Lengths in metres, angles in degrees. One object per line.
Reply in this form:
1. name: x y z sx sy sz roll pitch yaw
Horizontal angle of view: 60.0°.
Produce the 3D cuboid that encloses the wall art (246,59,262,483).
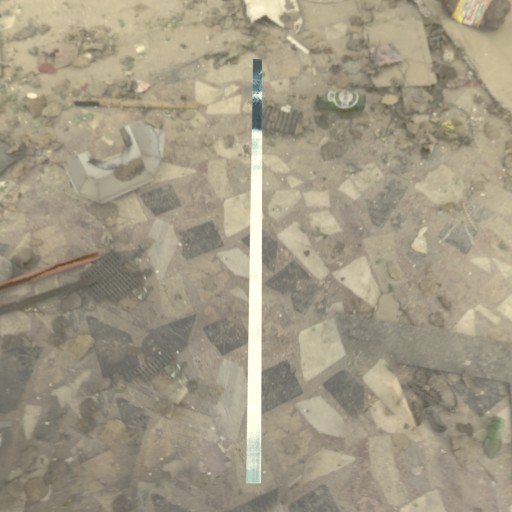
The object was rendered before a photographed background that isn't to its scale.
1. wall art: 0.000 0.000 1.678 0.037 0.509 1.524 0 64 0
